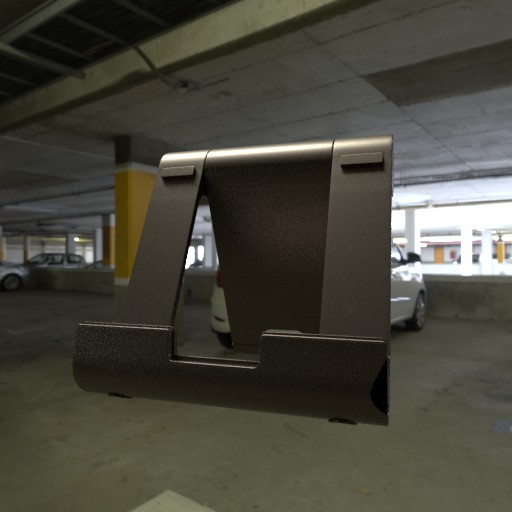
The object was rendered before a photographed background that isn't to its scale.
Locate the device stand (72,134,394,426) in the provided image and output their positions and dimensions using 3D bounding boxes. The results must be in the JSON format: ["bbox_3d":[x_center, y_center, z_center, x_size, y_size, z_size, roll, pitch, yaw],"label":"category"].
[{"bbox_3d":[0.000,0.000,0.150,0.088,0.084,0.079,0,0,19],"label":"device stand"}]
